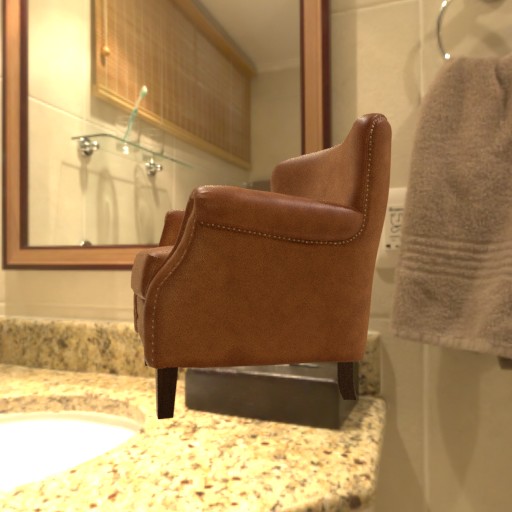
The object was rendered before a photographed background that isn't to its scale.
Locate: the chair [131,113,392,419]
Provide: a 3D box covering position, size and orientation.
[{"bbox_3d":[0.000,0.000,1.698,0.921,0.936,0.861,0,0,-18],"label":"chair"}]
